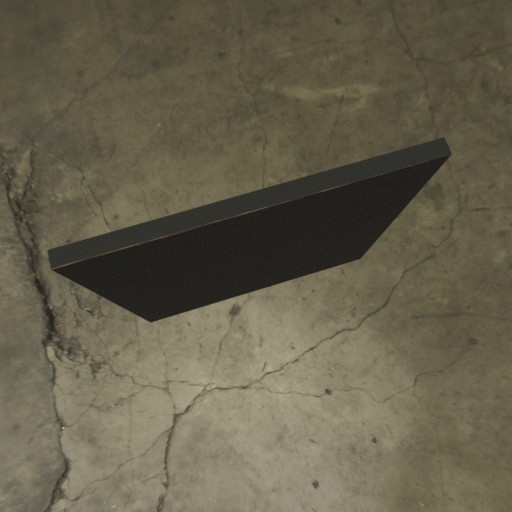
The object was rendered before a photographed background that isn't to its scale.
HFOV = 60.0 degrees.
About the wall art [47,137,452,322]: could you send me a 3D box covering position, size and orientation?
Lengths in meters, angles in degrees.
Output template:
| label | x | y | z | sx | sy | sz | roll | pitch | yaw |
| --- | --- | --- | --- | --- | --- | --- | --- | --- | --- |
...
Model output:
| label | x | y | z | sx | sy | sz | roll | pitch | yaw |
| --- | --- | --- | --- | --- | --- | --- | --- | --- | --- |
| wall art | 0.000 | 0.000 | 1.176 | 0.762 | 0.762 | 0.038 | -17 | 75 | -4 |
